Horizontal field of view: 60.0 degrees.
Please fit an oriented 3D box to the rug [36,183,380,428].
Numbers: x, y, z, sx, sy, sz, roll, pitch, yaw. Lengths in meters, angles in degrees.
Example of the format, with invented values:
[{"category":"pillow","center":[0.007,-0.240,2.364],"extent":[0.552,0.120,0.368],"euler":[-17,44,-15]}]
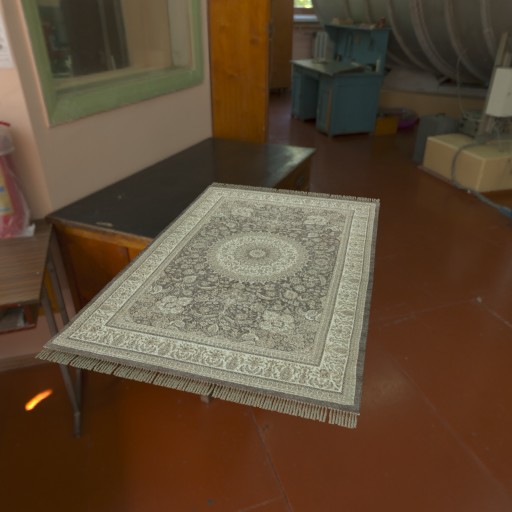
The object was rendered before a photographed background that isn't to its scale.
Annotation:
[{"category":"rug","center":[0.000,0.000,4.131],"extent":[2.143,0.015,3.422],"euler":[8,31,14]}]
